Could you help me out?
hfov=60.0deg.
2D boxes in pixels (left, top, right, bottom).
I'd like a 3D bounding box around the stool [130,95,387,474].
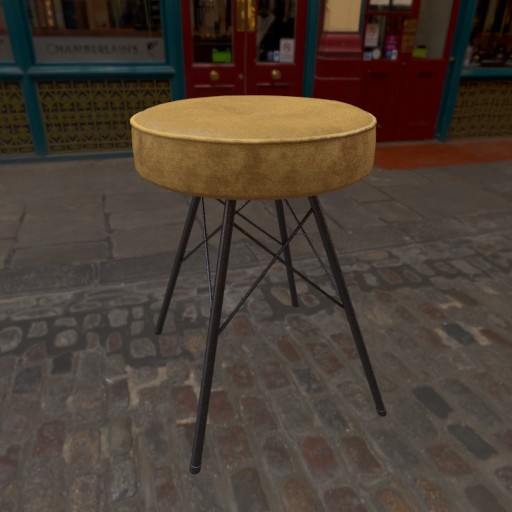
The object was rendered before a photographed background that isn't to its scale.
[{"bbox_3d":[0.000,0.000,0.914,0.438,0.595,0.472,-8,28,-16],"label":"stool"}]
